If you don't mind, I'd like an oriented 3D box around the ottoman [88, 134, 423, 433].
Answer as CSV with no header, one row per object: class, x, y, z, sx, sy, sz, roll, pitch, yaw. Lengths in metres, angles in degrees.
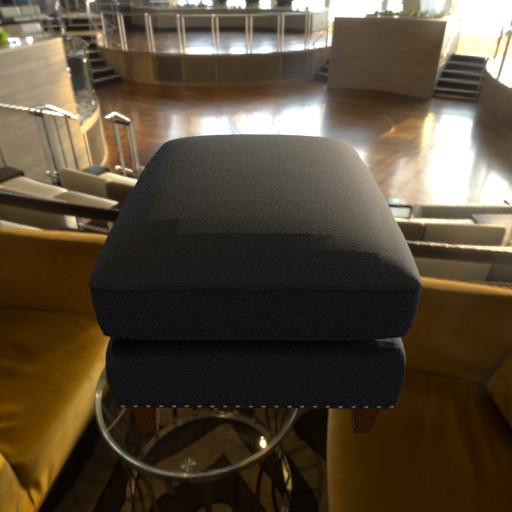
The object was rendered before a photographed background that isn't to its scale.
ottoman,0.000,0.000,1.137,0.584,0.513,0.741,0,33,0
